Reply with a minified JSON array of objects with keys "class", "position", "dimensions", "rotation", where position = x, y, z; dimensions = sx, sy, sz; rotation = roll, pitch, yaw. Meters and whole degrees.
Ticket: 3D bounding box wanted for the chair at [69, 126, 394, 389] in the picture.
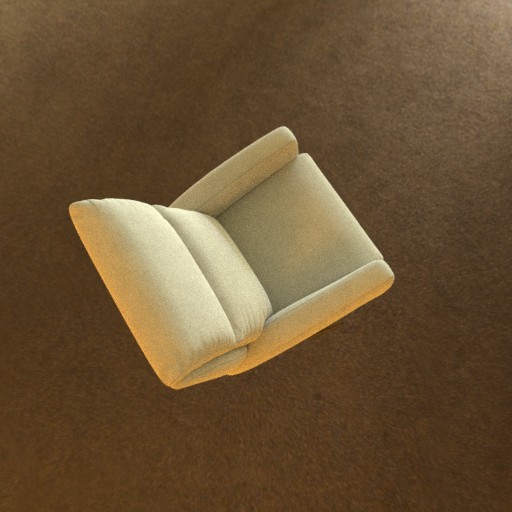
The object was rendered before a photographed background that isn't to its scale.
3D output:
[{"class":"chair","position":[0.000,0.000,1.730],"dimensions":[0.941,1.015,0.812],"rotation":[-31,78,-8]}]
